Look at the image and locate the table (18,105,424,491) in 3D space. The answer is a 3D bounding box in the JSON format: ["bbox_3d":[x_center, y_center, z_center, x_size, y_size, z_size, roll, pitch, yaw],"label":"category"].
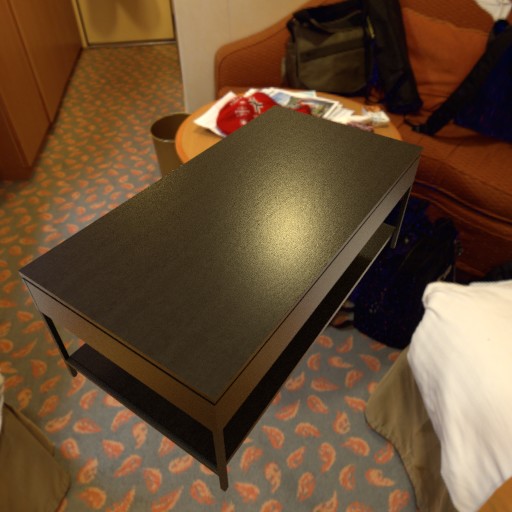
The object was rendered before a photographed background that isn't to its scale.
[{"bbox_3d":[0.000,0.000,1.376,0.574,0.435,1.095,25,48,25],"label":"table"}]
